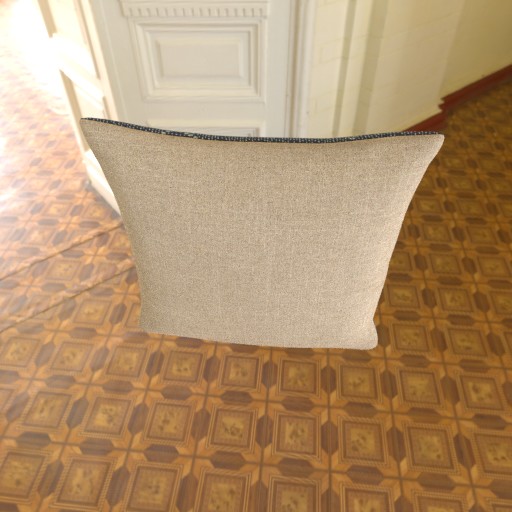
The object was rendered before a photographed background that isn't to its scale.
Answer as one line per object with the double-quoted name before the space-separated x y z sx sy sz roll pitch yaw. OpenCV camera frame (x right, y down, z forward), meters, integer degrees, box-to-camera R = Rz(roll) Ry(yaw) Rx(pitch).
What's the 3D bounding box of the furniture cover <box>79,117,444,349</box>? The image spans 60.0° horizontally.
"furniture cover" 0.000 0.000 0.782 0.511 0.503 0.162 4 44 4
